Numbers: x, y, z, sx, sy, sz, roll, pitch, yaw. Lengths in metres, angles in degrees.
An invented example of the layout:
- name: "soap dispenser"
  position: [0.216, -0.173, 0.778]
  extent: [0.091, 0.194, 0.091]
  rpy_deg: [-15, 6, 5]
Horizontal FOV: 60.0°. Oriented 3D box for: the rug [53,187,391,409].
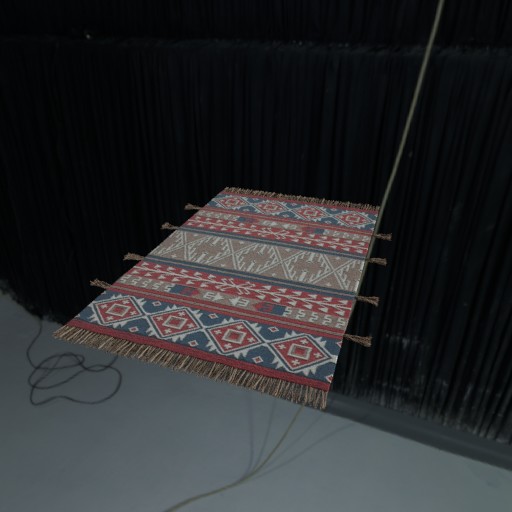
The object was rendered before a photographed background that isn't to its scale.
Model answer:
- name: "rug"
  position: [0.000, 0.000, 2.616]
  extent: [1.469, 0.040, 2.025]
  rpy_deg: [10, 31, 17]
